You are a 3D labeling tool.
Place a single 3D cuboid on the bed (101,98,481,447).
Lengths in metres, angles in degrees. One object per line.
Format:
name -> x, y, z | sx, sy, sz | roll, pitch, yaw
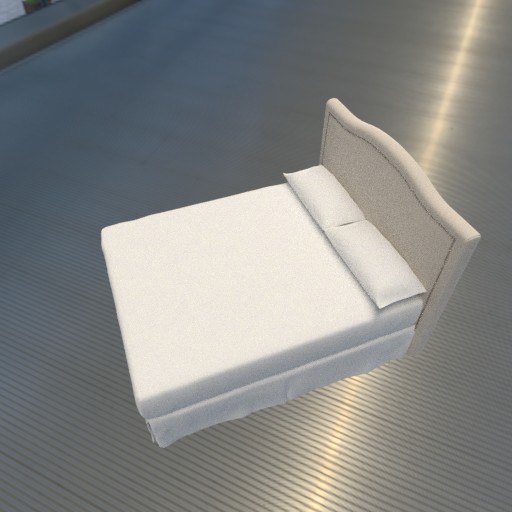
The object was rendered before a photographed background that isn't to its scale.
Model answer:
bed -> 0.000, 0.000, 3.292 | 2.143, 1.460, 1.753 | -16, 49, -14
